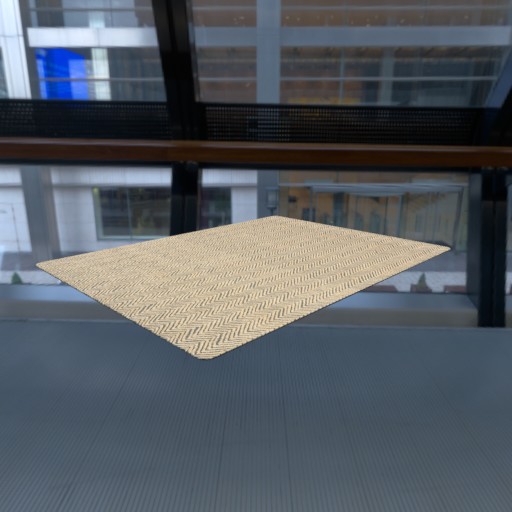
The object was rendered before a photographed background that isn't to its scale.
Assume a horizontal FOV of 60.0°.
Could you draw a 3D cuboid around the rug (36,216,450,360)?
[{"bbox_3d":[0.000,0.000,4.234,2.439,0.014,3.207,16,22,43],"label":"rug"}]
